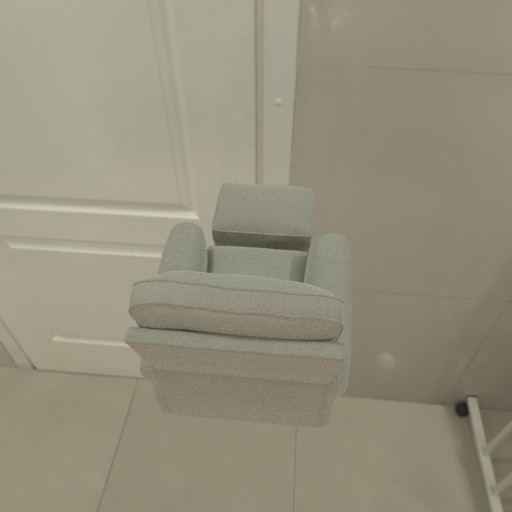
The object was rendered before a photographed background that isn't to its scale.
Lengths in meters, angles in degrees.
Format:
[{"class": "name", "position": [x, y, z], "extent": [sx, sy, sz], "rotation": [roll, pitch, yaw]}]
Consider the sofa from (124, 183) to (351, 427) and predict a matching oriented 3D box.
[{"class": "sofa", "position": [0.000, 0.000, 2.086], "extent": [0.880, 0.959, 1.478], "rotation": [4, 46, 4]}]
